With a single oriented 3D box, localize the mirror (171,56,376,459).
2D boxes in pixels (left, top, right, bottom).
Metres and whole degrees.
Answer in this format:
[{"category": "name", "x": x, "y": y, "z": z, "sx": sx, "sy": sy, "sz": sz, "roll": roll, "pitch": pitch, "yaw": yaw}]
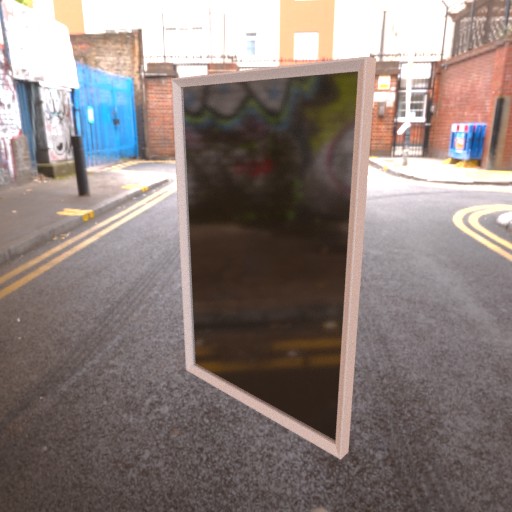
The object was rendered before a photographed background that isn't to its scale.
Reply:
[{"category": "mirror", "x": 0.000, "y": 0.000, "z": 1.176, "sx": 0.609, "sy": 0.915, "sz": 0.041, "roll": 15, "pitch": 22, "yaw": 41}]
